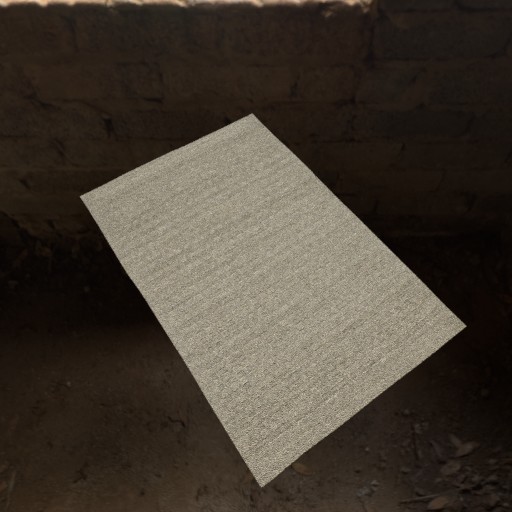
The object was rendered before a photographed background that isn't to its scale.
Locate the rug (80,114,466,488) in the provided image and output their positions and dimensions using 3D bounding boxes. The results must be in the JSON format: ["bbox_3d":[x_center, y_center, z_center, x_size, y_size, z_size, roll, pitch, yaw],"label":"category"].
[{"bbox_3d":[0.000,0.000,2.959,1.532,0.018,2.297,-31,64,-17],"label":"rug"}]
